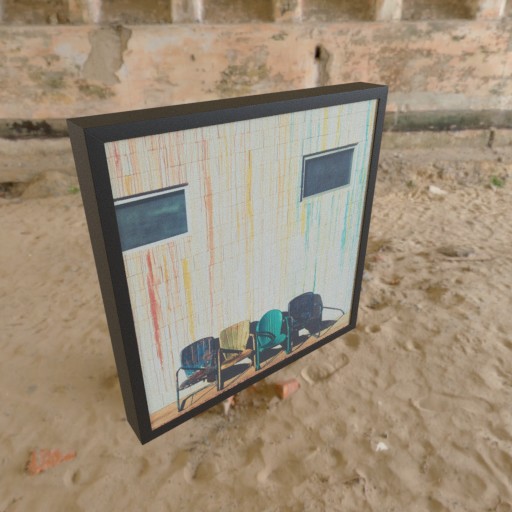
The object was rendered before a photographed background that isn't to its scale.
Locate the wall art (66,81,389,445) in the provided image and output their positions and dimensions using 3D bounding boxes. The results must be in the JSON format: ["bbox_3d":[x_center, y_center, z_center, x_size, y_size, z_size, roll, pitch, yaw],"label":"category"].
[{"bbox_3d":[0.000,0.000,0.449,0.304,0.304,0.038,-20,35,-32],"label":"wall art"}]
